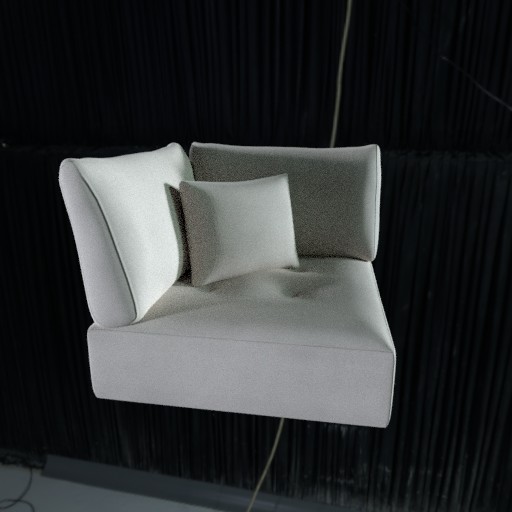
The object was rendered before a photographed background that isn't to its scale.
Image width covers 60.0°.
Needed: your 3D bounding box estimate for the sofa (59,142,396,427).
[{"bbox_3d":[0.000,0.000,1.741,1.000,0.820,1.000,3,17,9],"label":"sofa"}]
